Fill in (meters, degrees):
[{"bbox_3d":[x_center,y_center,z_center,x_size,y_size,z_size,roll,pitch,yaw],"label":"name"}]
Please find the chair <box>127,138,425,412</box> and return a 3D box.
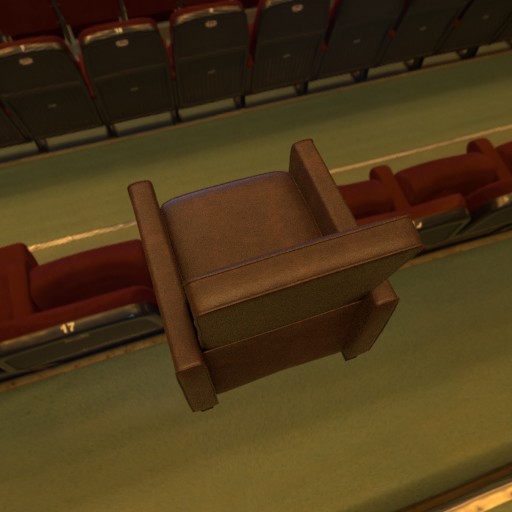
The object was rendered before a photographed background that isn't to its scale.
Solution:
[{"bbox_3d":[0.000,0.000,1.479,0.705,1.013,0.746,-17,60,-10],"label":"chair"}]
